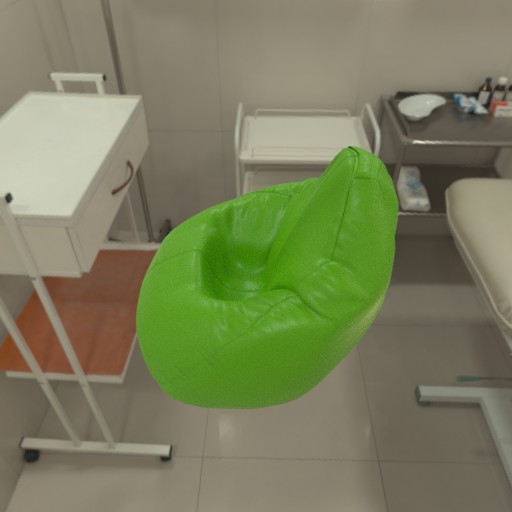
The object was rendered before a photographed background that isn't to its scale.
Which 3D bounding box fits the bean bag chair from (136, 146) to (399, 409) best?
[{"bbox_3d":[0.000,0.000,1.914,1.070,0.990,1.070,1,42,1],"label":"bean bag chair"}]
